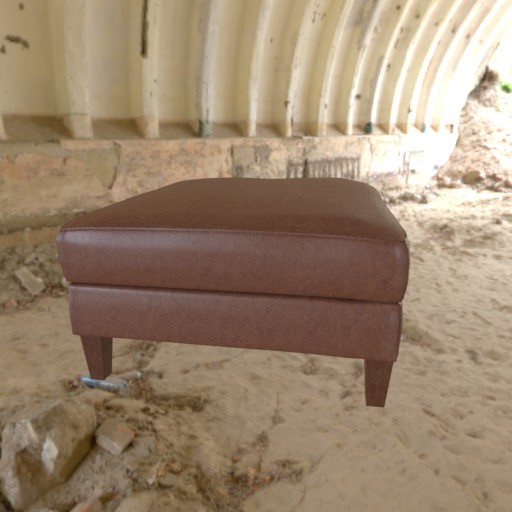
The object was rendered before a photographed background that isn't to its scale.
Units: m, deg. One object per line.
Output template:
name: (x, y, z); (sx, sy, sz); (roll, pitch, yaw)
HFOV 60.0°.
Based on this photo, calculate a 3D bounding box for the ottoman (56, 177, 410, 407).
ottoman: (0.000, 0.000, 1.489); (0.836, 0.472, 0.987); (3, 16, 9)
